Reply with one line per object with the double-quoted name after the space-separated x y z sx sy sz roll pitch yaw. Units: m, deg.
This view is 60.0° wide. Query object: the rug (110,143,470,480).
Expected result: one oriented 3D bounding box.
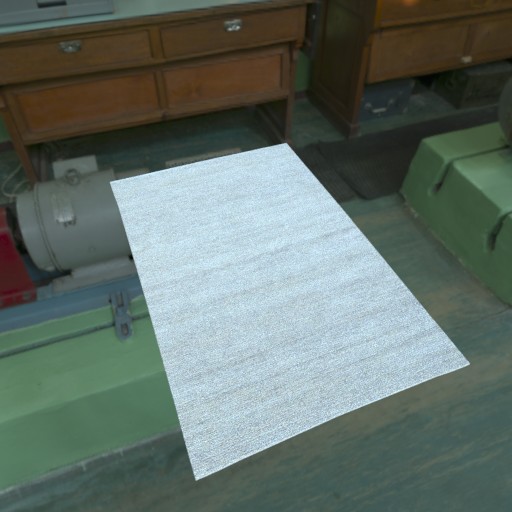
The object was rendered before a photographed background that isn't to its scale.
0.000 0.000 2.251 1.179 0.022 1.820 -16 48 -15 "rug"
